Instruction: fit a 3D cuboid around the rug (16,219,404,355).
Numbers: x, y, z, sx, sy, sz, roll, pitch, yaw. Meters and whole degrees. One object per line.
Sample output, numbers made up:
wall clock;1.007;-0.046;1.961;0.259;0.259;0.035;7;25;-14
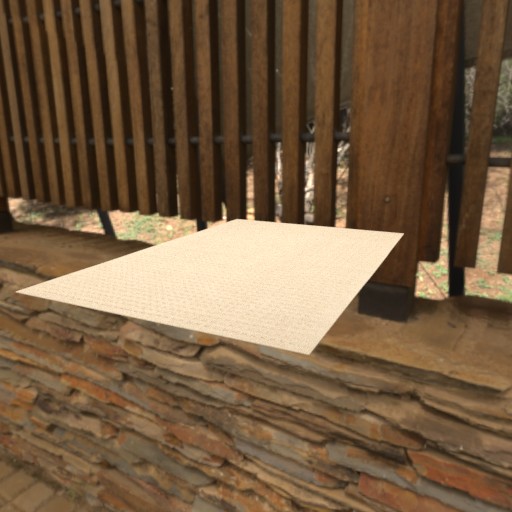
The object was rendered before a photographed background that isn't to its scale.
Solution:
rug;0.000;0.000;2.858;1.523;0.006;2.289;7;16;25
